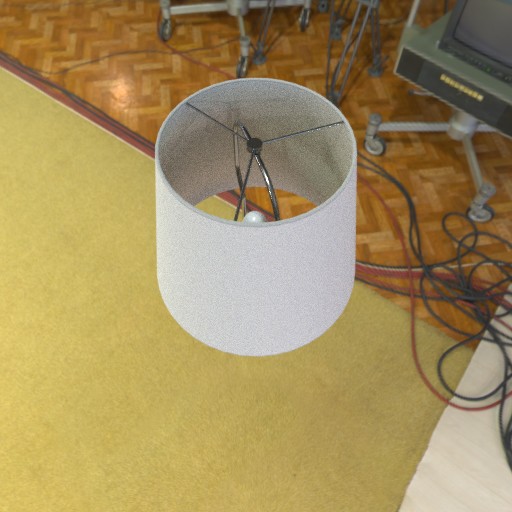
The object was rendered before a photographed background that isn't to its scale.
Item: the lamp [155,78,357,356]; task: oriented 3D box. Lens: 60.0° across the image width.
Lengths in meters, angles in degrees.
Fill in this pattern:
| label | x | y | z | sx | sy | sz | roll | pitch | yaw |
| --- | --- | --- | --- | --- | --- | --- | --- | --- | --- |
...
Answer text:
| label | x | y | z | sx | sy | sz | roll | pitch | yaw |
| --- | --- | --- | --- | --- | --- | --- | --- | --- | --- |
| lamp | 0.000 | 0.000 | 0.563 | 0.254 | 0.392 | 0.254 | 0 | 59 | 0 |
